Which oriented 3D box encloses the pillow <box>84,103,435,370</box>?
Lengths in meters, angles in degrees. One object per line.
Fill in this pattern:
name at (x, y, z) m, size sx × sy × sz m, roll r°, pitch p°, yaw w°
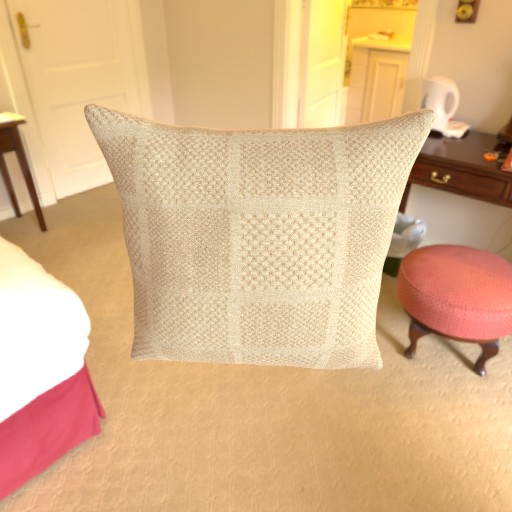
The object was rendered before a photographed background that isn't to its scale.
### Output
pillow at (0.000, 0.000, 0.658) m, size 0.436 × 0.432 × 0.138 m, roll 2°, pitch 32°, yaw 3°
